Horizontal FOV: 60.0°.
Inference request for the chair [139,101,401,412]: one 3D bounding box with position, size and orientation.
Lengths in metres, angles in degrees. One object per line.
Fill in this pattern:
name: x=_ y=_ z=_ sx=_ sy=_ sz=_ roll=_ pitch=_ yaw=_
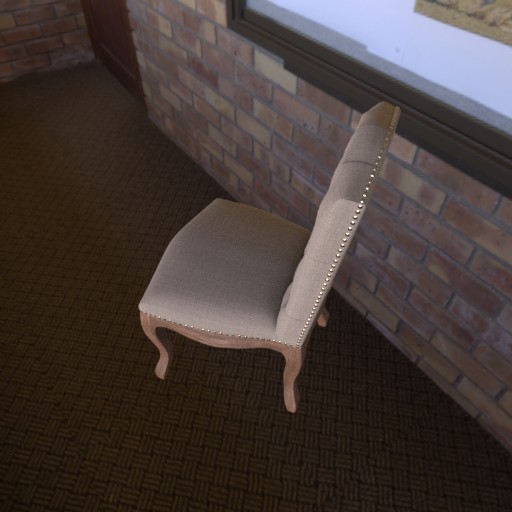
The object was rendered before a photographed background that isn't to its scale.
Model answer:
chair: x=0.000 y=0.000 z=1.612 sx=0.731 sy=1.191 sz=0.637 roll=16 pitch=49 yaw=15
